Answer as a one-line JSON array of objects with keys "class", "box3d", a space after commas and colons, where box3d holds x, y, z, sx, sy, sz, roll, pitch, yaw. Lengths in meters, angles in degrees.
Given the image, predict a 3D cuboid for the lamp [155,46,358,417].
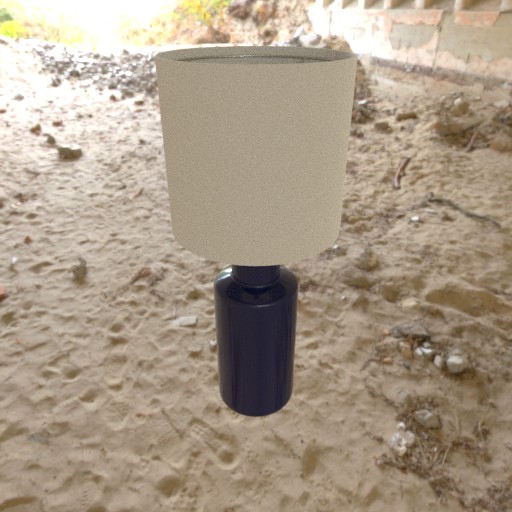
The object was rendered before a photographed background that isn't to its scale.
[{"class": "lamp", "box3d": [0.000, 0.000, 0.591, 0.212, 0.493, 0.212, 20, 35, 32]}]
